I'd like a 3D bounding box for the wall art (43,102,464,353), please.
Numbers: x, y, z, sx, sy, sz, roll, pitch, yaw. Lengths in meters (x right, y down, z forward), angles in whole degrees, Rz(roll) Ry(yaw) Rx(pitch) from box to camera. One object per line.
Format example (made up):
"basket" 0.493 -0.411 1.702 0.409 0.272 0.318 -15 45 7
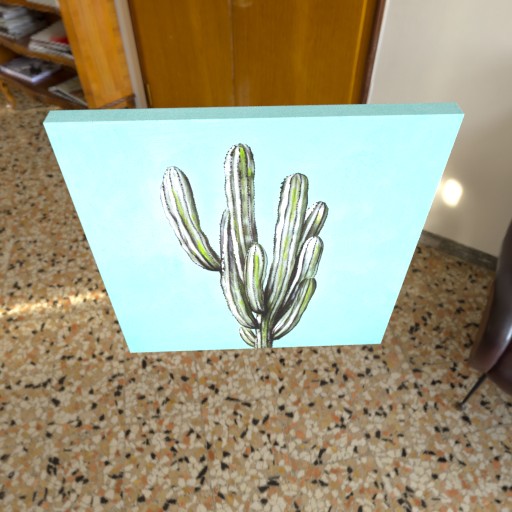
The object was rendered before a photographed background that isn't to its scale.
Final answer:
"wall art" 0.000 0.000 0.862 0.603 0.603 0.036 -2 46 -2
